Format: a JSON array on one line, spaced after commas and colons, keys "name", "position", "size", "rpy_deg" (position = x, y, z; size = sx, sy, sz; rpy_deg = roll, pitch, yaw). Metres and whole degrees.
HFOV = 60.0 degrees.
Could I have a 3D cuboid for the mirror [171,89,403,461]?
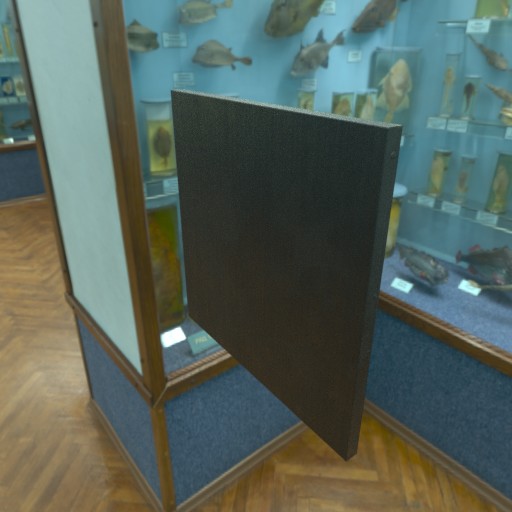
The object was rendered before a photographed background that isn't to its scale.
[{"name": "mirror", "position": [0.000, 0.000, 0.578], "size": [0.020, 0.381, 0.382], "rpy_deg": [-18, 31, -32]}]
